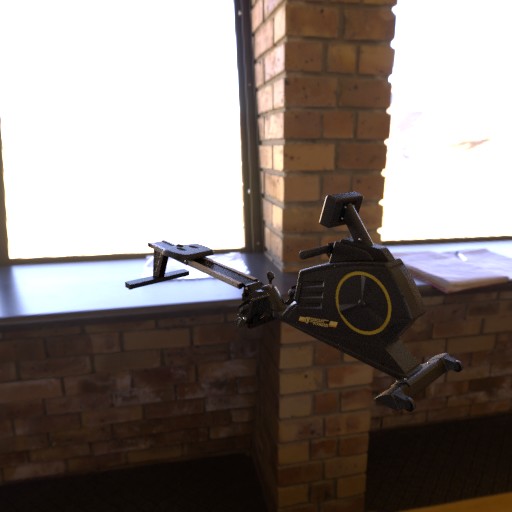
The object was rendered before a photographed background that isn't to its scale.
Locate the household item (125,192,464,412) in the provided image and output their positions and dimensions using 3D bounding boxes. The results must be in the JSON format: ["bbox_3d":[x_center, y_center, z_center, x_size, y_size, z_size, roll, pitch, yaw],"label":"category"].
[{"bbox_3d":[0.000,0.000,2.566,0.521,0.810,2.251,-13,19,-42],"label":"household item"}]
